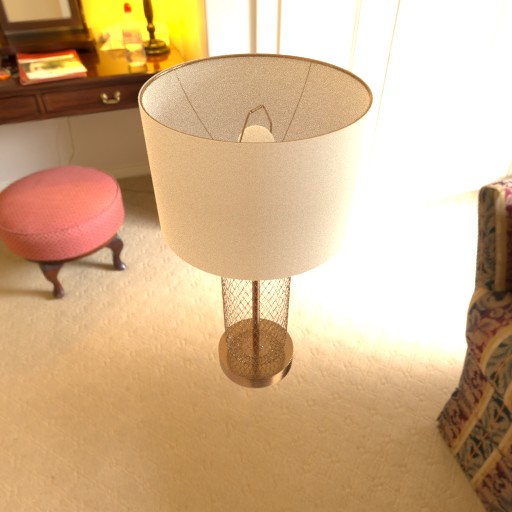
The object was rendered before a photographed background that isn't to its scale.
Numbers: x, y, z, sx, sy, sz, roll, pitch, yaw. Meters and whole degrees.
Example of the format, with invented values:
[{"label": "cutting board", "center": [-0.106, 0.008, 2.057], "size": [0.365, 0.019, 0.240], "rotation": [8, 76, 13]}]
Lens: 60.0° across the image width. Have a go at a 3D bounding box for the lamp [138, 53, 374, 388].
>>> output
[{"label": "lamp", "center": [0.000, 0.000, 0.642], "size": [0.252, 0.483, 0.252], "rotation": [25, 47, 26]}]
